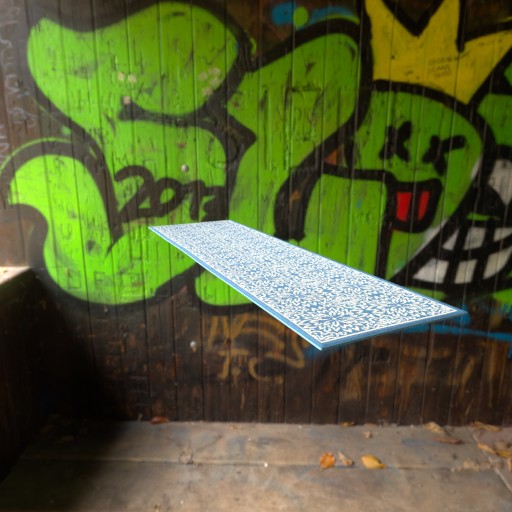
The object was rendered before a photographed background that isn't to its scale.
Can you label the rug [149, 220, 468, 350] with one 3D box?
[{"bbox_3d":[0.000,0.000,2.446,0.662,0.011,2.196,-7,16,-26],"label":"rug"}]
